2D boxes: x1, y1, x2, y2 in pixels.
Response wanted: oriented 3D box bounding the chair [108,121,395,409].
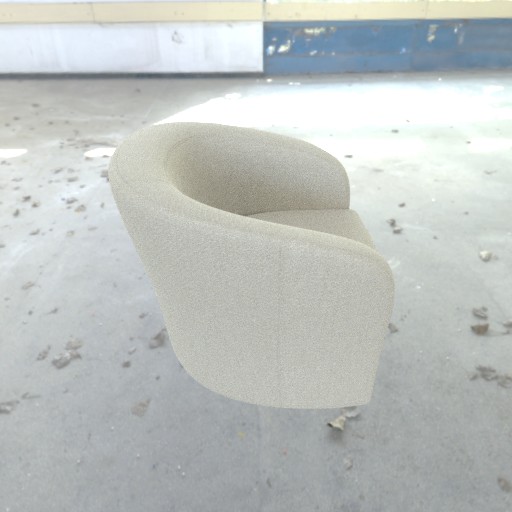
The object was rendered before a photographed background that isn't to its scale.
[{"bbox_3d":[0.000,0.000,1.475,0.815,0.771,0.791,0,33,0],"label":"chair"}]
